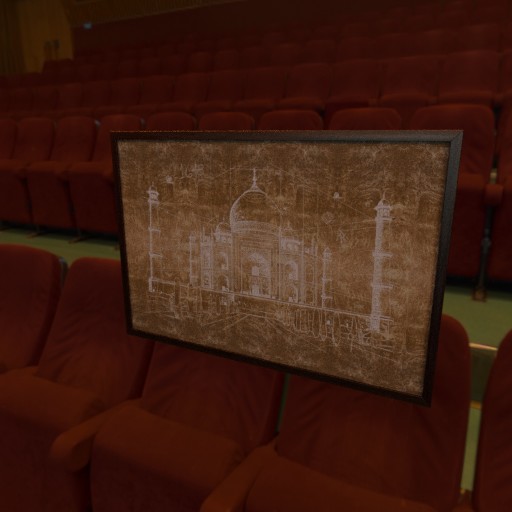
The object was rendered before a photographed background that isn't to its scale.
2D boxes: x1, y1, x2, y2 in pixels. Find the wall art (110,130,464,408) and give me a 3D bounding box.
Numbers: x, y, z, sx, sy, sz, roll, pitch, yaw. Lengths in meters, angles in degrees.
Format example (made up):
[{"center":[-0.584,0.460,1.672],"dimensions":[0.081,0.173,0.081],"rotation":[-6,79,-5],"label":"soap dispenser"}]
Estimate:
[{"center":[0.000,0.000,1.029],"dimensions":[0.816,0.559,0.014],"rotation":[7,17,25],"label":"wall art"}]
